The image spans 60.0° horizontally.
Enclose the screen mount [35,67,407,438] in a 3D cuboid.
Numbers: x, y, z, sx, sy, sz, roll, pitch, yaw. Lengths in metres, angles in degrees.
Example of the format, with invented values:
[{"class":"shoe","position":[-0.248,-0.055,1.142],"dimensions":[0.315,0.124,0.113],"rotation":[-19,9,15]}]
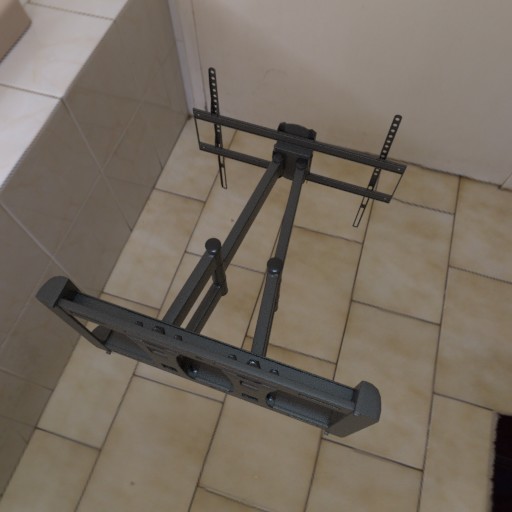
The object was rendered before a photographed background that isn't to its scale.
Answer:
[{"class":"screen mount","position":[0.000,0.000,0.948],"dimensions":[0.571,0.424,0.556],"rotation":[18,65,9]}]
